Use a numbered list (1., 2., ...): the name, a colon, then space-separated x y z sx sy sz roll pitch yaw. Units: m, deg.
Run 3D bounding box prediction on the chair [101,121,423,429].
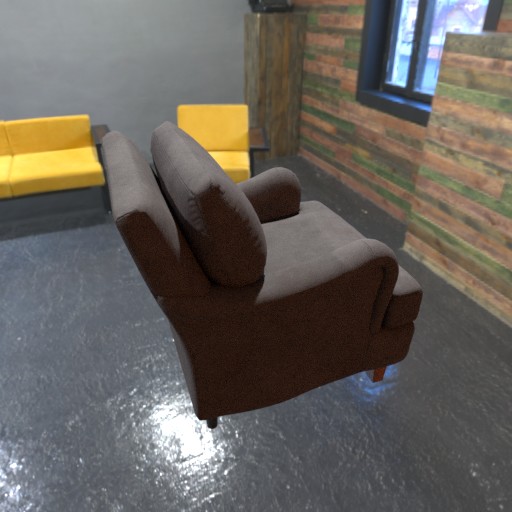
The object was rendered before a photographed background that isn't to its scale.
1. chair: 0.000 0.000 1.852 1.070 0.997 0.955 -10 31 -17
